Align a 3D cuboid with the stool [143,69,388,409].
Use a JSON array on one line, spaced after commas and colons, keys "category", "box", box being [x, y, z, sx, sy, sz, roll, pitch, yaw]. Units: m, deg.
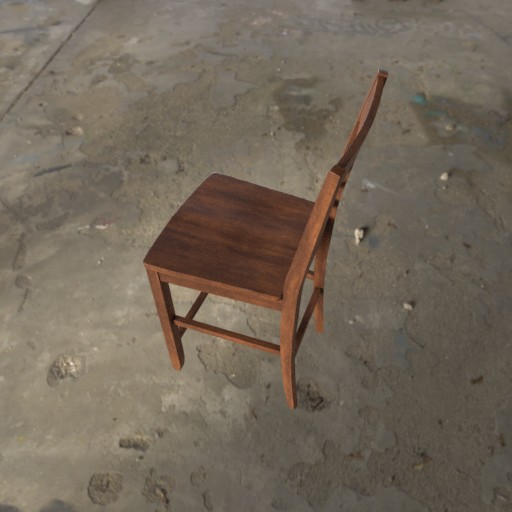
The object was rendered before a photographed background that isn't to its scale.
[{"category": "stool", "box": [0.000, 0.000, 1.393, 0.539, 1.079, 0.462, 16, 49, 15]}]
